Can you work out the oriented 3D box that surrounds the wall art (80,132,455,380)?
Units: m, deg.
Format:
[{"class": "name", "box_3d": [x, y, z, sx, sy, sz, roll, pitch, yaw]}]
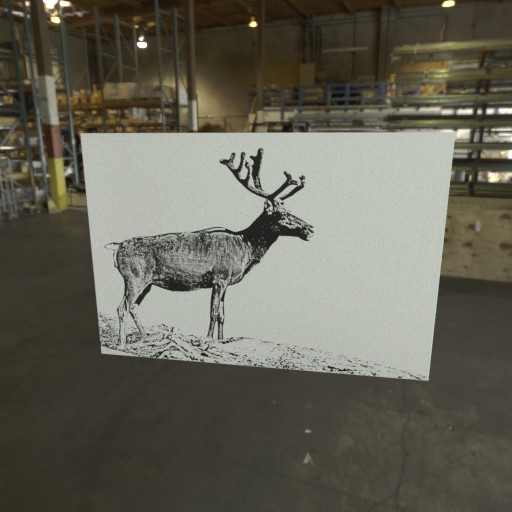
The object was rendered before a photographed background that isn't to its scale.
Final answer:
[{"class": "wall art", "box_3d": [0.000, 0.000, 1.153, 0.906, 0.617, 0.033, 2, 15, 9]}]
